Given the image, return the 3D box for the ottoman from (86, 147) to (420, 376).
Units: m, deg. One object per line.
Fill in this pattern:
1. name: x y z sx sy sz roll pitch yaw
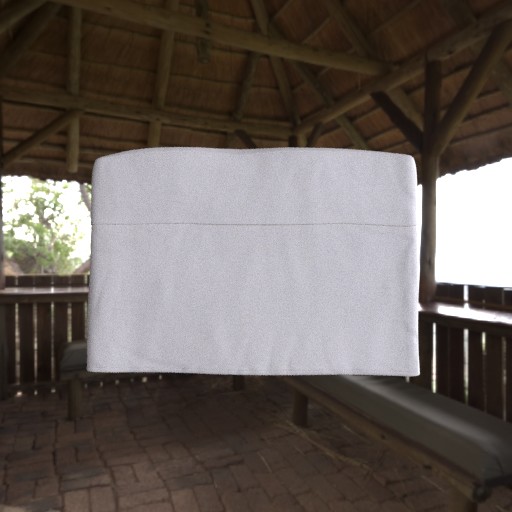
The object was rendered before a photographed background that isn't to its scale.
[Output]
1. ottoman: 0.000 0.000 1.175 0.590 0.444 0.872 0 0 2
